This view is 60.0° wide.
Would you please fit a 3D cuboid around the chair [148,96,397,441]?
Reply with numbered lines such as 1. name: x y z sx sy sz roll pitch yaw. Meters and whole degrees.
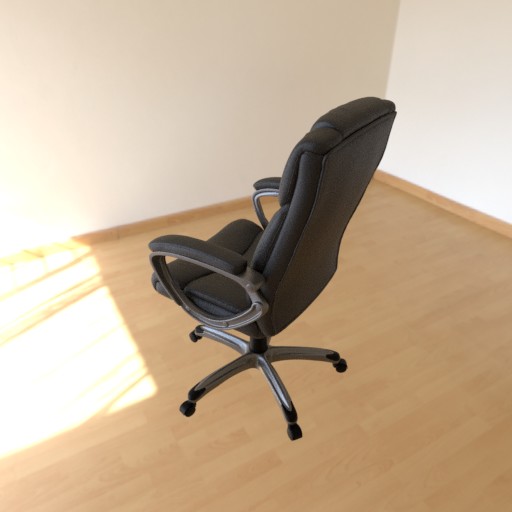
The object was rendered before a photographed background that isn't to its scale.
1. chair: 0.000 0.000 1.587 0.719 1.130 0.721 20 37 29
